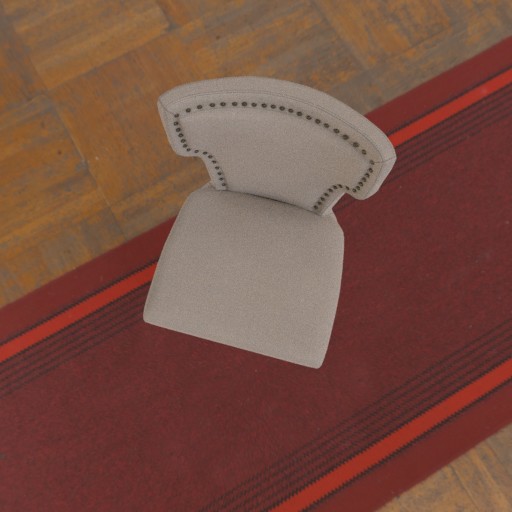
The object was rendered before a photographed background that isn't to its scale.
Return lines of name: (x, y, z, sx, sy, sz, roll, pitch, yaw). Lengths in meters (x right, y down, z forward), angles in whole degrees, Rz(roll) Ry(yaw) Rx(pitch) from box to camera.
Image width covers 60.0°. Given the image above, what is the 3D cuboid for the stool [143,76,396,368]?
stool: (0.000, 0.000, 1.359, 0.527, 0.982, 0.563, 14, 76, 4)
